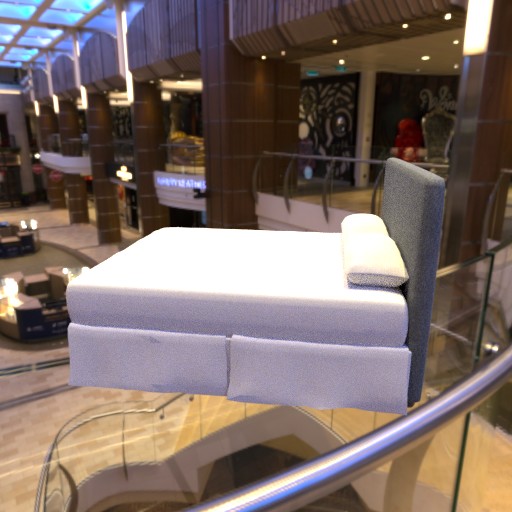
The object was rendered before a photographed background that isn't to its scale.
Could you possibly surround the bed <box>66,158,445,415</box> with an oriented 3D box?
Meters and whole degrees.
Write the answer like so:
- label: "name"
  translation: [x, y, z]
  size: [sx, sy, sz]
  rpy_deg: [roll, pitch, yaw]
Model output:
- label: "bed"
  translation: [0.000, 0.000, 3.206]
  size: [2.142, 1.330, 1.723]
  rpy_deg: [3, 16, 9]
